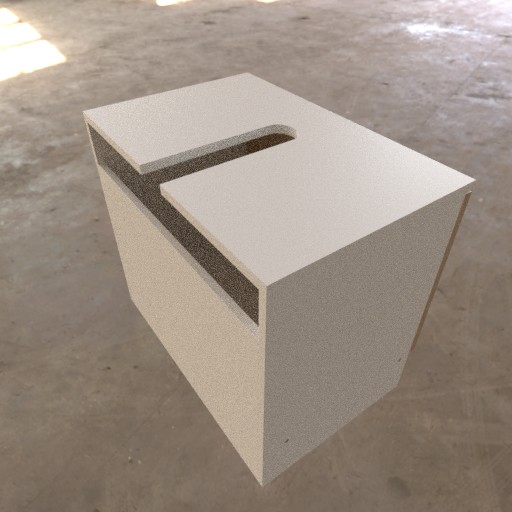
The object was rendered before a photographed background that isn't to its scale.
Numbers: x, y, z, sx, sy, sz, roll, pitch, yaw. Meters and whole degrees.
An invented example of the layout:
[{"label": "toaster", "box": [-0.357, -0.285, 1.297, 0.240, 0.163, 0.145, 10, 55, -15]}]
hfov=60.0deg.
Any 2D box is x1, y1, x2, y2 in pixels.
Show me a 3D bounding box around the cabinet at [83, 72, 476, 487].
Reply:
[{"label": "cabinet", "box": [0.000, 0.000, 0.932, 0.400, 0.522, 0.600, -25, 46, -26]}]
